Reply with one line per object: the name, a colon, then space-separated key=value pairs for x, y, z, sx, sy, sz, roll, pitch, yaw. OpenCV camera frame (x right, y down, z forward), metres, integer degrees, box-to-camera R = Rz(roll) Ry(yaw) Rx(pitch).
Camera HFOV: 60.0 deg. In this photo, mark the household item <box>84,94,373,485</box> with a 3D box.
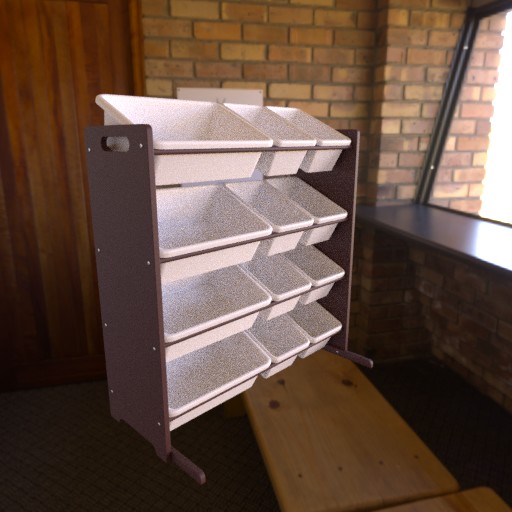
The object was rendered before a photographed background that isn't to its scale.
household item: x=0.000 y=0.000 z=1.289 sx=0.389 sy=0.864 sz=0.787 roll=14 pitch=20 yaw=43
